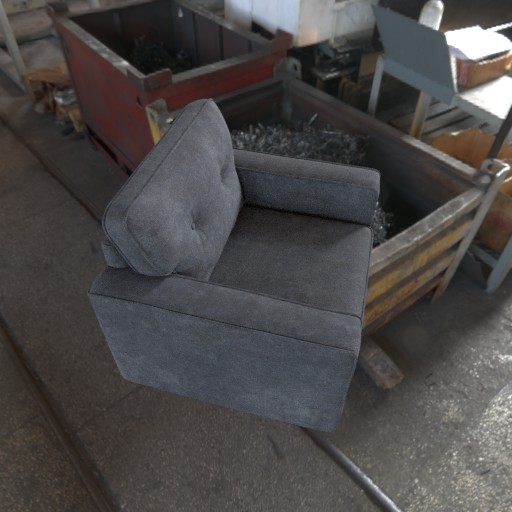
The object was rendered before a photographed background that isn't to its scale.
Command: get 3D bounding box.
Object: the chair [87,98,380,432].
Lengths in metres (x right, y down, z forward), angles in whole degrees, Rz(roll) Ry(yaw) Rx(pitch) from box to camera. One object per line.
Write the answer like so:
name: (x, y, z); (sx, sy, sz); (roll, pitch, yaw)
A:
chair: (0.000, 0.000, 1.858); (0.939, 0.965, 1.015); (11, 47, 10)
